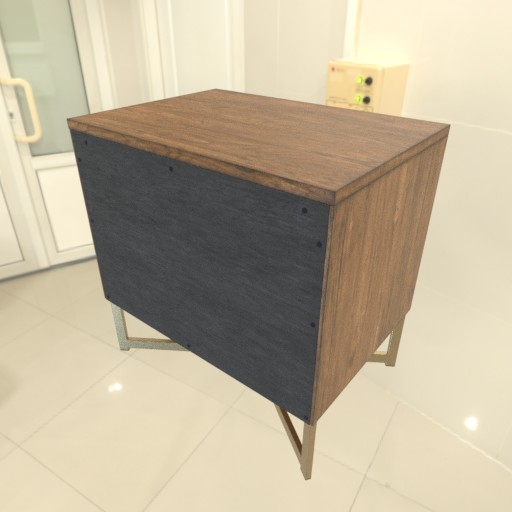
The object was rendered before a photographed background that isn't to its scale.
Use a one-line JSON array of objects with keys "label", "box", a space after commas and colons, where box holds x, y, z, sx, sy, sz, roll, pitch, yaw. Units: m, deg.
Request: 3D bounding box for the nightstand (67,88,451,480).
[{"label": "nightstand", "box": [0.000, 0.000, 1.017, 0.610, 0.610, 0.446, 22, 37, 33]}]
